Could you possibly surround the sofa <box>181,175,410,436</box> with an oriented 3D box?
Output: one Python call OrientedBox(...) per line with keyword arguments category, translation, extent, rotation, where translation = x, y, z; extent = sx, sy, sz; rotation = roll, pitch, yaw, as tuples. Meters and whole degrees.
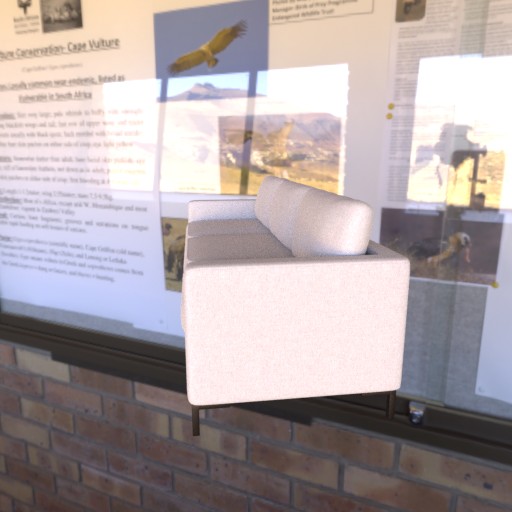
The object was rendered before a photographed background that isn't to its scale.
OrientedBox(category="sofa", translation=(0.000, 0.000, 2.686), extent=(0.859, 0.874, 2.218), rotation=(-2, 13, -8))
